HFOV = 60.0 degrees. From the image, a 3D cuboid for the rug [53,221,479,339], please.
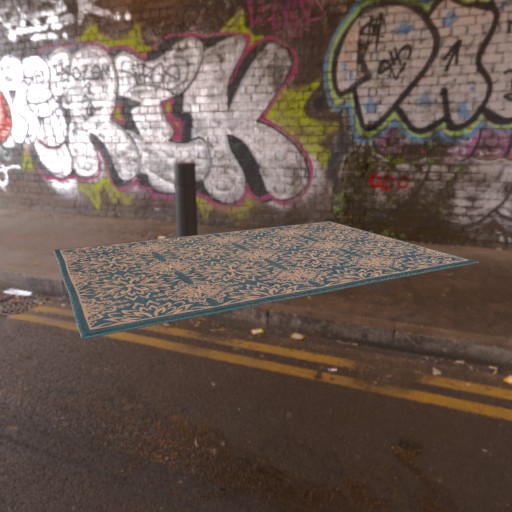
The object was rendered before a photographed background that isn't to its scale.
[{"bbox_3d":[0.000,0.000,2.278,1.833,0.012,1.211,-8,17,-27],"label":"rug"}]
